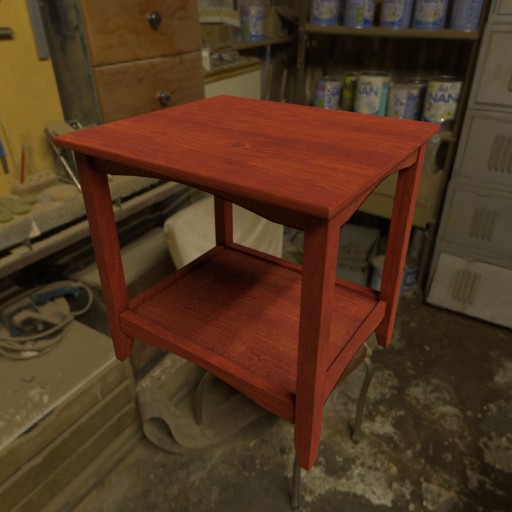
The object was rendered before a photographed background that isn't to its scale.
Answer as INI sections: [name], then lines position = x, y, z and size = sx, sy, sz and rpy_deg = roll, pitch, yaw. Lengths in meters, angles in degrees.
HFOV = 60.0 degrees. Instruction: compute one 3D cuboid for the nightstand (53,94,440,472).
[nightstand]
position = 0.000, 0.000, 0.990
size = 0.558, 0.558, 0.501
rpy_deg = 19, 35, 29
